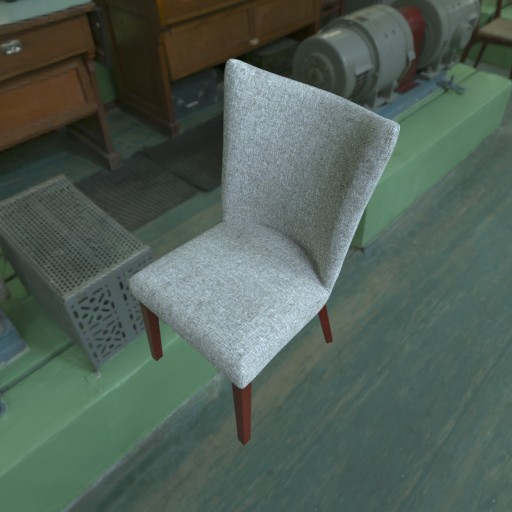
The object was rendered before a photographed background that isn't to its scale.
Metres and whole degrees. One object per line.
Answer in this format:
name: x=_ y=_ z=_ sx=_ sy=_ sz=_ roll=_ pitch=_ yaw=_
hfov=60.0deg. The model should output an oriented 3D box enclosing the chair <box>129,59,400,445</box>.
chair: x=0.000 y=0.000 z=1.332 sx=0.535 sy=0.924 sz=0.623 roll=34 pitch=55 yaw=28
